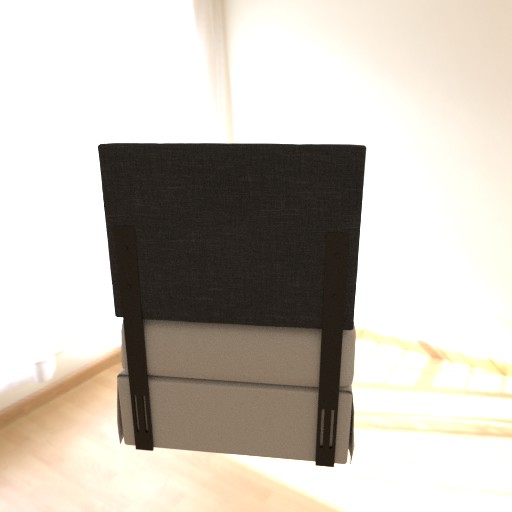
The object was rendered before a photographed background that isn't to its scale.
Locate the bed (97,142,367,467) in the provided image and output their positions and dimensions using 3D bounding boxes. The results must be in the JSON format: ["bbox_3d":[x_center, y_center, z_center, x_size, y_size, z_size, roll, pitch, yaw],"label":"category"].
[{"bbox_3d":[0.000,0.000,2.981,1.261,1.571,1.997,2,17,7],"label":"bed"}]
